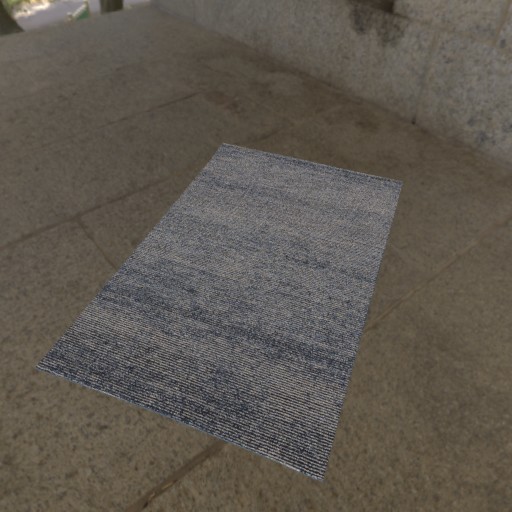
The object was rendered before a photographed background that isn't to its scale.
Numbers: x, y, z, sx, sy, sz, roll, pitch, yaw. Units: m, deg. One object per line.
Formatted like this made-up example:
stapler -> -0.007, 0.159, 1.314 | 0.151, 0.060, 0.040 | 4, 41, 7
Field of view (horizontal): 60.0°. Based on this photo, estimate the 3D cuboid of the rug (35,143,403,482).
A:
rug -> 0.000, 0.000, 2.115 | 1.135, 0.010, 1.740 | 16, 47, 15
